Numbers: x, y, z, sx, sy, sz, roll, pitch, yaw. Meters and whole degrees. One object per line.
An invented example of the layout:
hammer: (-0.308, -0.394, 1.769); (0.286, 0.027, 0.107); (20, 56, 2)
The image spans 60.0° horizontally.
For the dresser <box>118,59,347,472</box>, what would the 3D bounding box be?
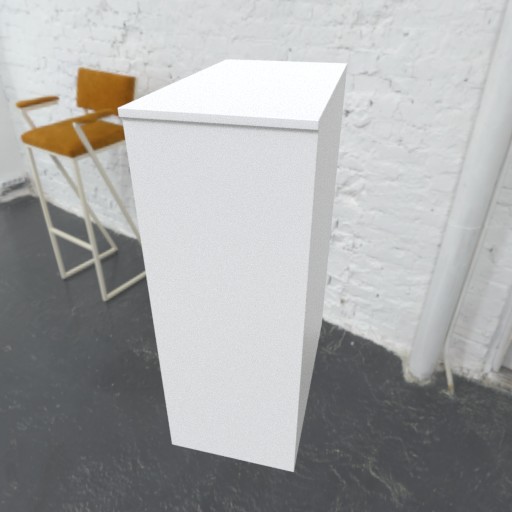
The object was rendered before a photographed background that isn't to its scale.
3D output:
dresser: (0.000, 0.000, 1.367); (0.401, 1.021, 0.704); (7, 32, 12)
